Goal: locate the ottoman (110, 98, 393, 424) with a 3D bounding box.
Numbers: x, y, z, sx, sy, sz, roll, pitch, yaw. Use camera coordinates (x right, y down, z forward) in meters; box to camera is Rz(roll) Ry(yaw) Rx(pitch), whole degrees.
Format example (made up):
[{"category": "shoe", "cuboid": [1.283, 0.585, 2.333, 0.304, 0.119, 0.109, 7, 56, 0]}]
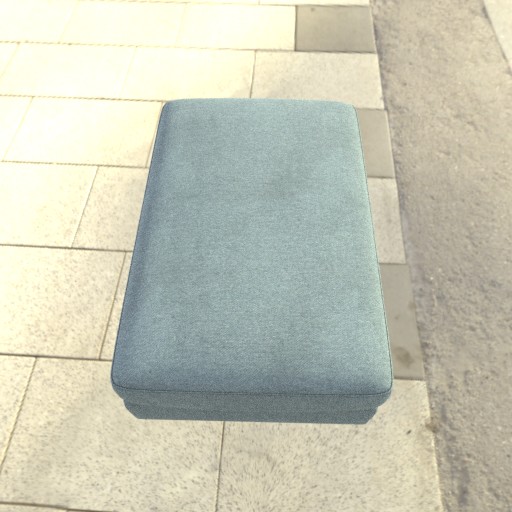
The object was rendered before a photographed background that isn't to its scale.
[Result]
[{"category": "ottoman", "cuboid": [0.000, 0.000, 1.227, 0.584, 0.483, 0.864, 1, 59, 1]}]
